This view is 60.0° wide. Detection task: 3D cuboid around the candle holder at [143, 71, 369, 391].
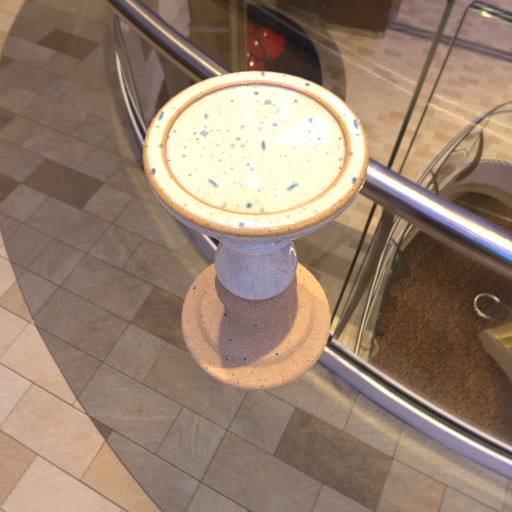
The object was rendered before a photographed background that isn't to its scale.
[{"bbox_3d":[0.000,0.000,0.288,0.123,0.202,0.123,0,58,0],"label":"candle holder"}]
